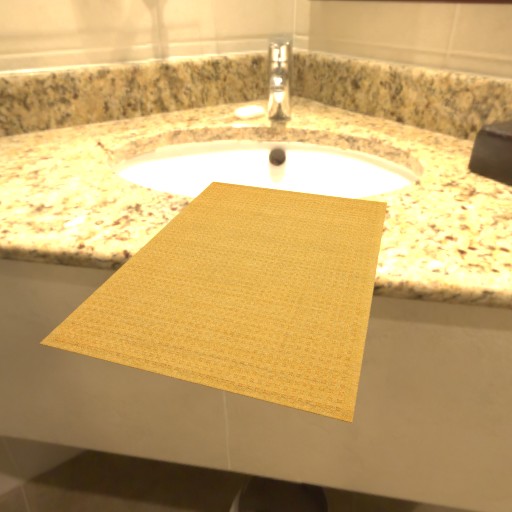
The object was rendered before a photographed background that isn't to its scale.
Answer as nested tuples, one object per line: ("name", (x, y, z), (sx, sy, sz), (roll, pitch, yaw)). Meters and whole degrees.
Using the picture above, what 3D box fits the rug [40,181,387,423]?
("rug", (0.000, 0.000, 3.756), (1.981, 0.006, 2.895), (9, 33, 15))
